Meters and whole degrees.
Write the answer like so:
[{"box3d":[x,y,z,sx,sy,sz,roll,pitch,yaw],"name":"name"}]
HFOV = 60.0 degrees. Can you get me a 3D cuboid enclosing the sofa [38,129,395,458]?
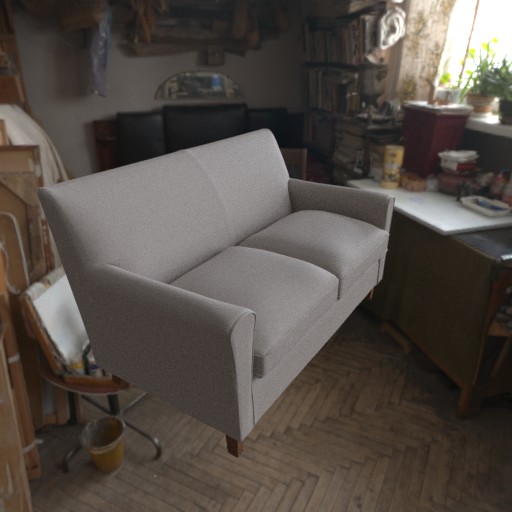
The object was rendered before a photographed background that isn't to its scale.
[{"box3d":[0.000,0.000,2.082,0.888,0.890,1.482,16,30,30],"name":"sofa"}]
